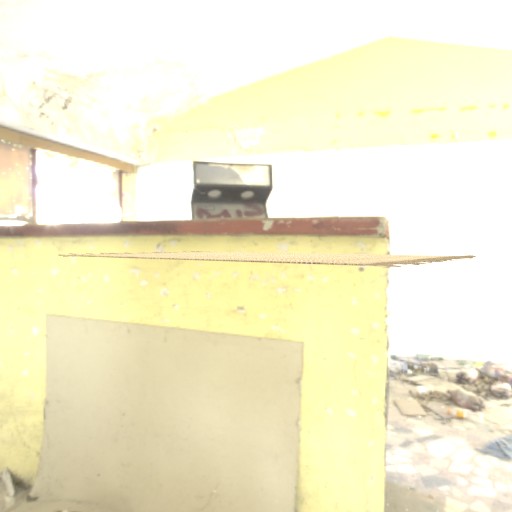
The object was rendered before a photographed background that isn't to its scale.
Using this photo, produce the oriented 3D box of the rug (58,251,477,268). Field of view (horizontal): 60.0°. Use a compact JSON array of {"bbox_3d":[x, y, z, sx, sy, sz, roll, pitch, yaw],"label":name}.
[{"bbox_3d":[0.000,0.000,2.465,2.021,0.027,1.224,1,2,38],"label":"rug"}]
